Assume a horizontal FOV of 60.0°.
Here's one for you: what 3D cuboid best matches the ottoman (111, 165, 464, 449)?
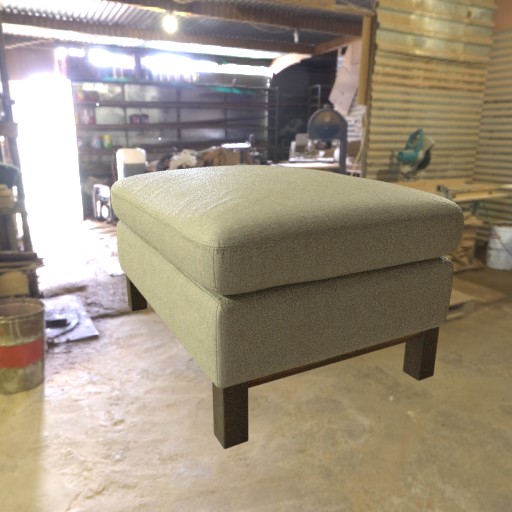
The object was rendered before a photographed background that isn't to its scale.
[{"bbox_3d":[0.000,0.000,1.028,0.528,0.404,0.735,-8,18,-27],"label":"ottoman"}]
